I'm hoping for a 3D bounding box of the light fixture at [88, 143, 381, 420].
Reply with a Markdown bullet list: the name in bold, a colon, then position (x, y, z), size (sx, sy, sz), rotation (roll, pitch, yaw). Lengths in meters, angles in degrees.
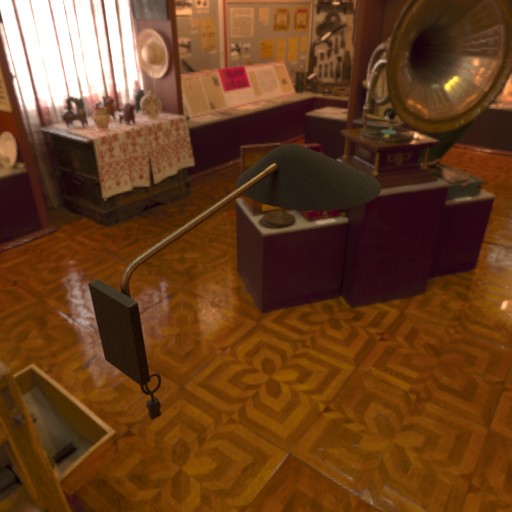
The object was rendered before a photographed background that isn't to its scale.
- **light fixture**: position (0.000, 0.000, 0.690), size (0.240, 0.312, 0.516), rotation (21, 36, 33)
